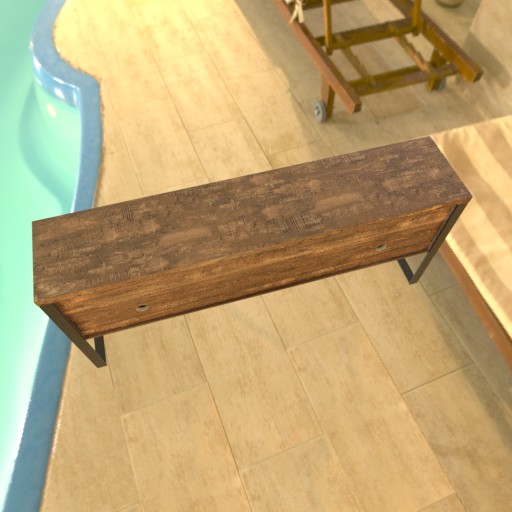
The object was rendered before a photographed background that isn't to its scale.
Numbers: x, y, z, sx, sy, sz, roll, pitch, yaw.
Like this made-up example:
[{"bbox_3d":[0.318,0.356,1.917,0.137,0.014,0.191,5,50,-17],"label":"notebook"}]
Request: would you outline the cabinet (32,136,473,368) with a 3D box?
[{"bbox_3d":[0.000,0.000,2.170,1.800,0.762,0.395,-14,59,-8],"label":"cabinet"}]
